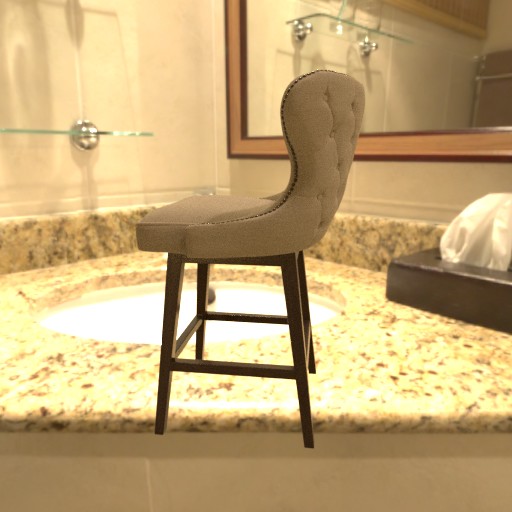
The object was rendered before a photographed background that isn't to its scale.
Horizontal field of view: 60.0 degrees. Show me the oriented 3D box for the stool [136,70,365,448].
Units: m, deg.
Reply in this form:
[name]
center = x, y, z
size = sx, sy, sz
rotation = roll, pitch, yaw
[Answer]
[stool]
center = 0.000, 0.000, 1.348
size = 0.597, 0.972, 0.615
rotation = 2, 14, 8
